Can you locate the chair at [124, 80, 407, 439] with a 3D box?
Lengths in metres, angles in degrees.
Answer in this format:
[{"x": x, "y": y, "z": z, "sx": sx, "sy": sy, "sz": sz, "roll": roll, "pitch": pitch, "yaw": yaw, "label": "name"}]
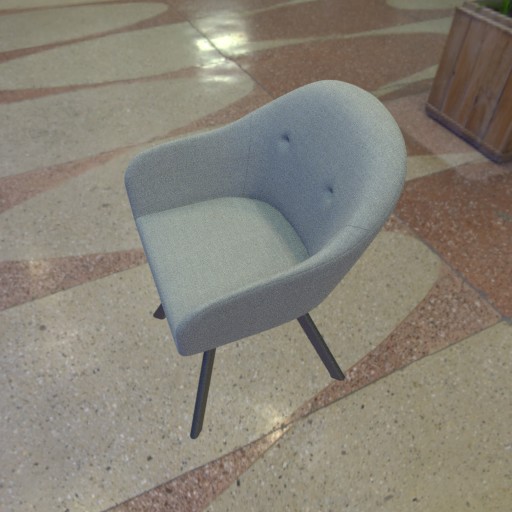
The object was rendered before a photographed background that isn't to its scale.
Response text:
[{"x": 0.000, "y": 0.000, "z": 1.151, "sx": 0.570, "sy": 0.780, "sz": 0.540, "roll": -16, "pitch": 48, "yaw": -15, "label": "chair"}]
